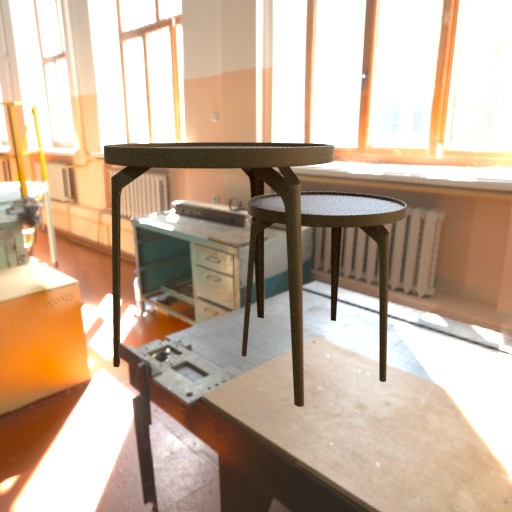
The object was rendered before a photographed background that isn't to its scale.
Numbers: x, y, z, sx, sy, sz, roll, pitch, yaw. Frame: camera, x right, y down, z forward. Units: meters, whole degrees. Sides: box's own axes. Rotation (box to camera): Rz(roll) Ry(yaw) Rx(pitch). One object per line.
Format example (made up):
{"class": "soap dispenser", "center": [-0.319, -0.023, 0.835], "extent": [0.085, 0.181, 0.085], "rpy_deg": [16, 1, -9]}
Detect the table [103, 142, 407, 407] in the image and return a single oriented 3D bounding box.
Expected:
{"class": "table", "center": [0.000, 0.000, 1.136], "extent": [0.751, 0.555, 0.532], "rpy_deg": [-3, 16, -9]}
